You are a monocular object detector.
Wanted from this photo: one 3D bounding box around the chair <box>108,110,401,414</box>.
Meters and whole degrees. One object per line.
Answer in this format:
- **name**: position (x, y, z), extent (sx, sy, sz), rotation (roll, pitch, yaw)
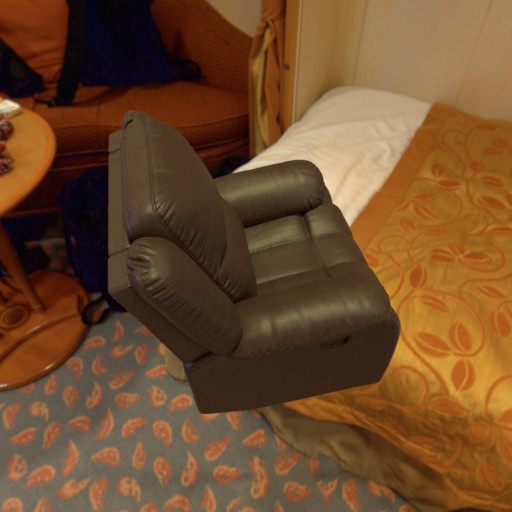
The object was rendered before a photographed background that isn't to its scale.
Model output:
- **chair**: position (0.000, 0.000, 1.697), extent (0.934, 1.009, 0.899), rotation (-9, 47, -9)
